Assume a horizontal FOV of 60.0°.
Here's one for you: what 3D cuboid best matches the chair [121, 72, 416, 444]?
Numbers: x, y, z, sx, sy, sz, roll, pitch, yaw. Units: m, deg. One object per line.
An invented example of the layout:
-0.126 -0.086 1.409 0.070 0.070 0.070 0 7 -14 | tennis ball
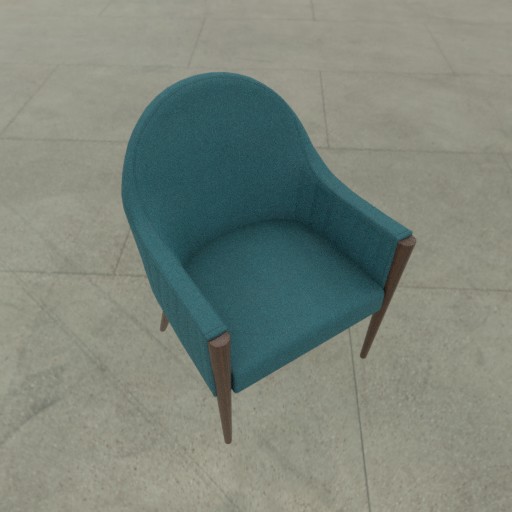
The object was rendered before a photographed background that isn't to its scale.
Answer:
0.000 0.000 1.382 0.656 0.907 0.652 -25 51 -22 | chair
